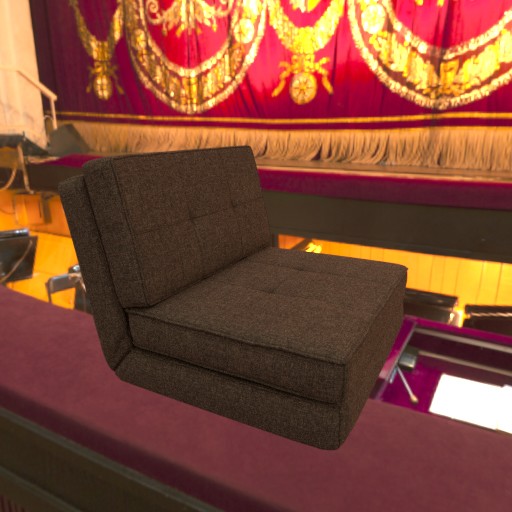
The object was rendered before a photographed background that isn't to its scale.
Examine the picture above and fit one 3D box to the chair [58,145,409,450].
[{"bbox_3d":[0.000,0.000,1.333,0.800,0.615,0.740,8,18,27],"label":"chair"}]
